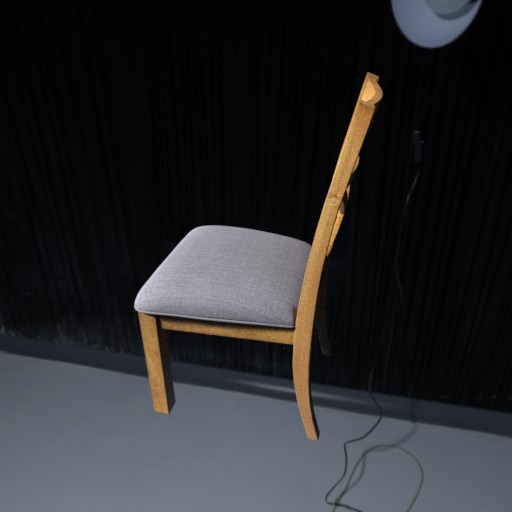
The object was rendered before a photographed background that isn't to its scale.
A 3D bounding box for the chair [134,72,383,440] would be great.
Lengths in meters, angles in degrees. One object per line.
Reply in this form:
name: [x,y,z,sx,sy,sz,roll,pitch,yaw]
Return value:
chair: [0.000,0.000,1.274,0.581,0.949,0.470,7,31,13]
